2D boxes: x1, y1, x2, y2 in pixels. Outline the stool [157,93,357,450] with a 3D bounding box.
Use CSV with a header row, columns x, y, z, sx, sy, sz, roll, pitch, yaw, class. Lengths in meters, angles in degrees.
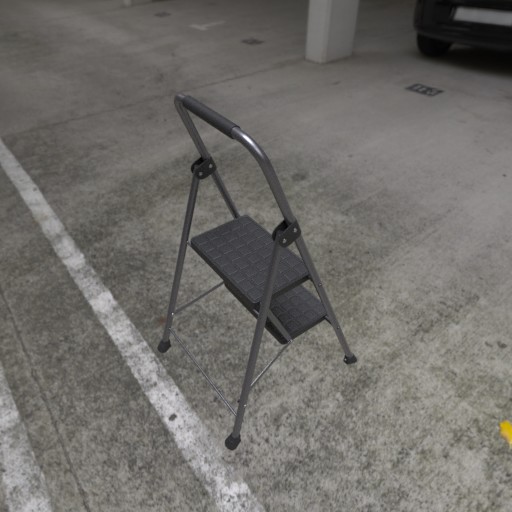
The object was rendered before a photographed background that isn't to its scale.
x,y,z,sx,sy,sz,roll,pitch,yaw,class
0.000,0.000,1.192,0.514,0.872,0.450,-26,48,-27,stool
